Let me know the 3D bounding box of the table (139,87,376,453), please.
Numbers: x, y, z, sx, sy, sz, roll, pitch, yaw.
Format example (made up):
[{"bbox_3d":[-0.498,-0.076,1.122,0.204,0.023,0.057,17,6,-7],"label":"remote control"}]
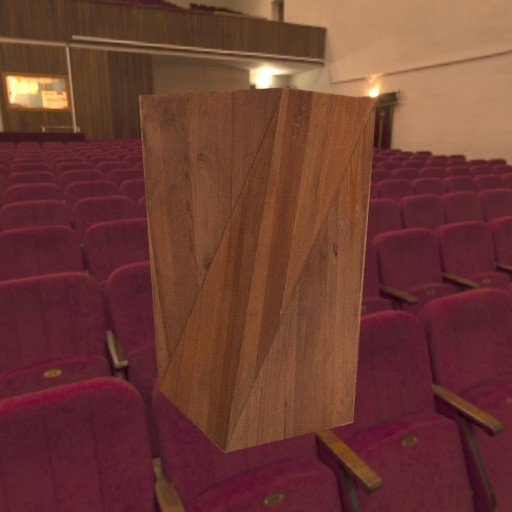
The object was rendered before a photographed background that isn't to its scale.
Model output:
[{"bbox_3d":[0.000,0.000,0.911,0.441,0.604,0.425,-7,16,-25],"label":"table"}]
